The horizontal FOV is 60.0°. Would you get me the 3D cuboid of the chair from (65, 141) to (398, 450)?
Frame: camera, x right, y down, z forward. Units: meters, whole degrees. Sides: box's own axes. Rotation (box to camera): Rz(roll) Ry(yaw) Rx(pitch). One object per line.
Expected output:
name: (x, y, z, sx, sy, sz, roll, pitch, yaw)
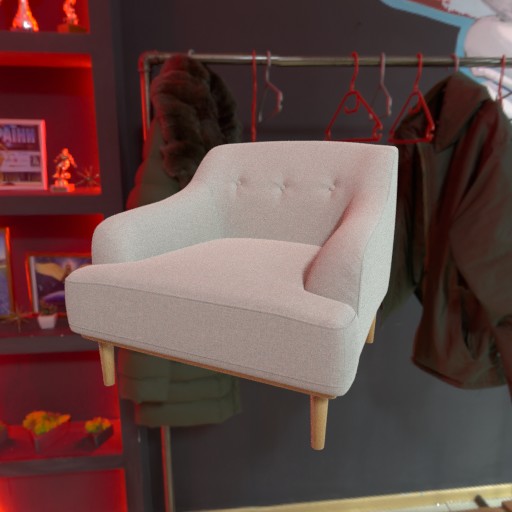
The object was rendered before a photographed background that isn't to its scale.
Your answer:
chair: (0.000, 0.000, 1.609, 0.946, 0.818, 0.951, 7, 15, 25)
